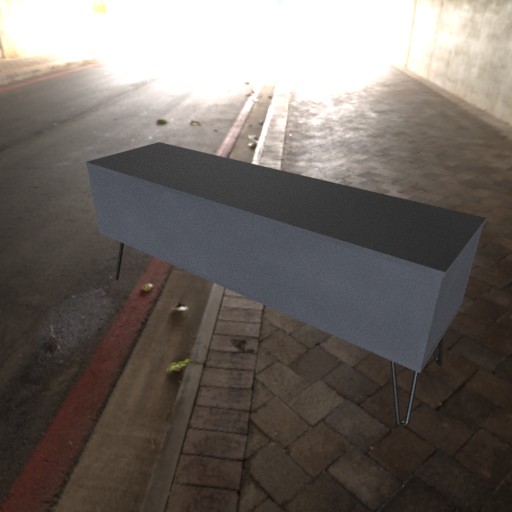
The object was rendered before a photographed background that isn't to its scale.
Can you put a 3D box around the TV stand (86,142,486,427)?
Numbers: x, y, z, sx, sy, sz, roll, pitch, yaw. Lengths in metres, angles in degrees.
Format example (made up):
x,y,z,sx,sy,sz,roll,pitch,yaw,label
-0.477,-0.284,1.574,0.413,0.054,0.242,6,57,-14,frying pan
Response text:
x,y,z,sx,sy,sz,roll,pitch,yaw,label
0.000,0.000,1.665,1.400,0.560,0.400,20,35,32,TV stand
